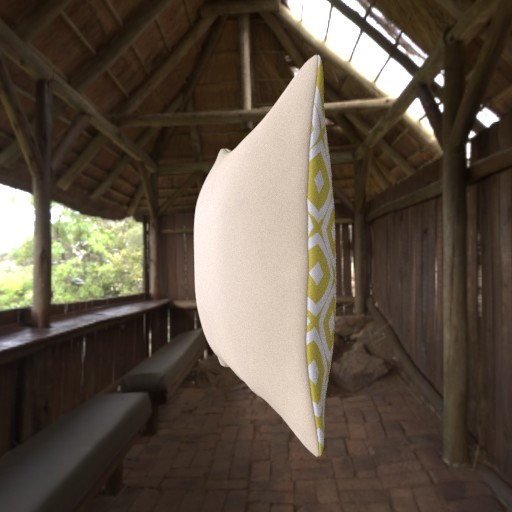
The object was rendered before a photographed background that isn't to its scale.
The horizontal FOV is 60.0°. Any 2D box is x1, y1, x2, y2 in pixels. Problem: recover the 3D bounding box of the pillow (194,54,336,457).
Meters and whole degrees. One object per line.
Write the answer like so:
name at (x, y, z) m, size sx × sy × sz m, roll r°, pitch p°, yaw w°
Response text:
pillow at (0.000, 0.000, 0.779) m, size 0.188 × 0.494 × 0.504 m, roll 0°, pitch -1°, yaw -18°
